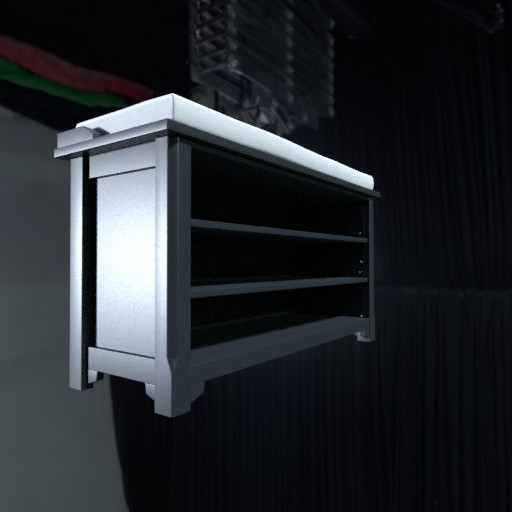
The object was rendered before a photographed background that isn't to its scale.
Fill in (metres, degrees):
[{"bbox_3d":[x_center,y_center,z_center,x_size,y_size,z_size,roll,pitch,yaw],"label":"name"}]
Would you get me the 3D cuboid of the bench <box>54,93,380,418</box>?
[{"bbox_3d":[0.000,0.000,1.221,0.345,0.561,0.973,-1,-1,36],"label":"bench"}]
